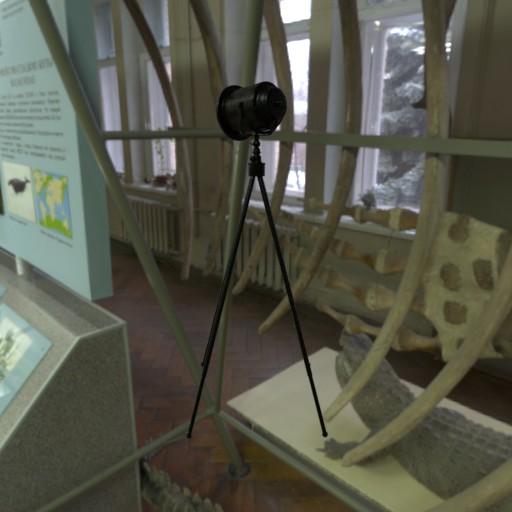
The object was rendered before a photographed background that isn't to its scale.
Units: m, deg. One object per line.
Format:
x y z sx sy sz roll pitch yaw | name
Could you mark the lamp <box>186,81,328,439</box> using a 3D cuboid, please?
0.000 0.000 2.053 0.884 1.504 0.879 15 22 42 | lamp
